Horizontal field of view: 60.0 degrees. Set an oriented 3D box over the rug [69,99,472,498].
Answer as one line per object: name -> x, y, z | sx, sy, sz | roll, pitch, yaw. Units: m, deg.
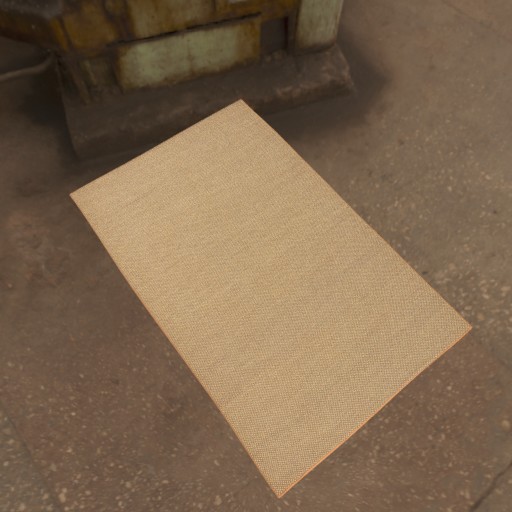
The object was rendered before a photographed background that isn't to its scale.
rug -> 0.000, 0.000, 2.056 | 1.078, 0.013, 1.678 | -34, 68, -16
